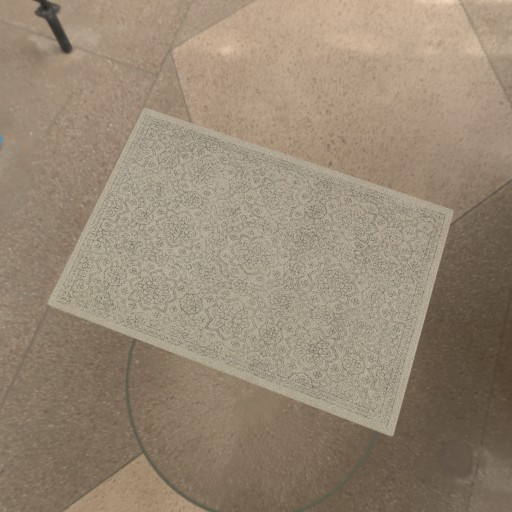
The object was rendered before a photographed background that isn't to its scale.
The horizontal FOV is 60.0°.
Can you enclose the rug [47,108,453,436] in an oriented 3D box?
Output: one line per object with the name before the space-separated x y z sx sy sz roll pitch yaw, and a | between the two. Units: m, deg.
rug | 0.000 0.000 2.328 1.829 0.010 1.219 20 76 5
